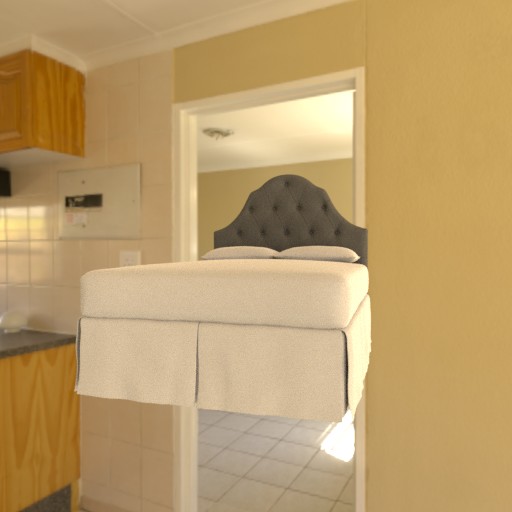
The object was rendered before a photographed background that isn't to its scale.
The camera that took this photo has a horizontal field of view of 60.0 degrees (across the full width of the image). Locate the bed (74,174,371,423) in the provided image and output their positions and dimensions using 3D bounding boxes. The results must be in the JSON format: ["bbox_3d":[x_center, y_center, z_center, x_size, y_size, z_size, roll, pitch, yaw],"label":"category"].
[{"bbox_3d":[0.000,0.000,3.333,1.636,1.575,2.155,0,0,17],"label":"bed"}]
